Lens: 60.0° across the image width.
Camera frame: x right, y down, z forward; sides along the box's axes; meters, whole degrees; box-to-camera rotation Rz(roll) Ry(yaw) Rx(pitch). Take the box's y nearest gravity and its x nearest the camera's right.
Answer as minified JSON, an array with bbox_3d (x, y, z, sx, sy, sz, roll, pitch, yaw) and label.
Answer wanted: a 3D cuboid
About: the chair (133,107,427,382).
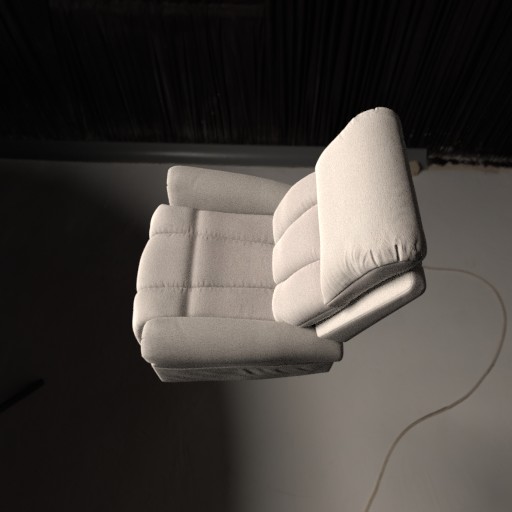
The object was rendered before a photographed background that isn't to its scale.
[{"bbox_3d":[0.000,0.000,1.747,0.979,1.031,0.871,1,59,1],"label":"chair"}]
